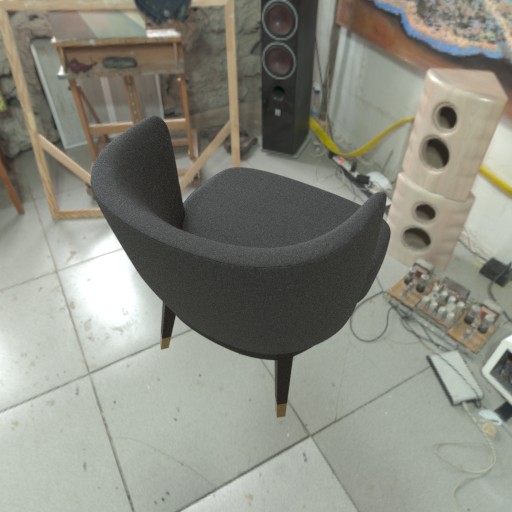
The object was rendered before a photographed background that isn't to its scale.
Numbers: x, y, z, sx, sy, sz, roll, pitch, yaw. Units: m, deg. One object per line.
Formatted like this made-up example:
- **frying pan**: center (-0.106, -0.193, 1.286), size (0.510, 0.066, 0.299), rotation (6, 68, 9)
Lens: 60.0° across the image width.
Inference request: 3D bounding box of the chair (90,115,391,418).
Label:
- **chair**: center (0.000, 0.000, 1.255), size (0.639, 0.695, 0.698), rotation (24, 50, 22)
